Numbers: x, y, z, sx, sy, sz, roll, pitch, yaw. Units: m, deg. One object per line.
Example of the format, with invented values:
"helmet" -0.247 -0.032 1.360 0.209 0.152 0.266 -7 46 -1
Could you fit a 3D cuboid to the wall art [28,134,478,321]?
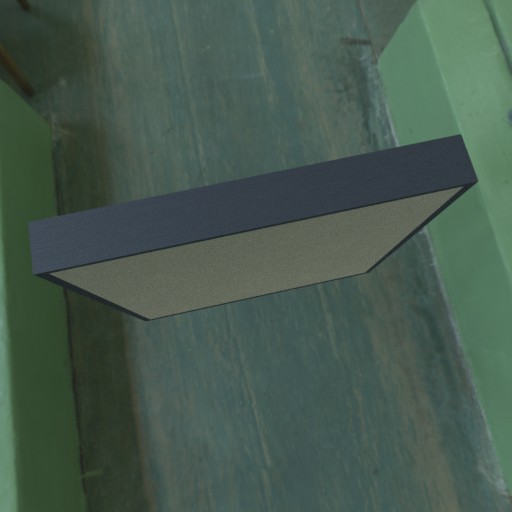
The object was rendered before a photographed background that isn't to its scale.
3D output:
"wall art" 0.000 0.000 0.443 0.302 0.300 0.036 -12 76 -3
